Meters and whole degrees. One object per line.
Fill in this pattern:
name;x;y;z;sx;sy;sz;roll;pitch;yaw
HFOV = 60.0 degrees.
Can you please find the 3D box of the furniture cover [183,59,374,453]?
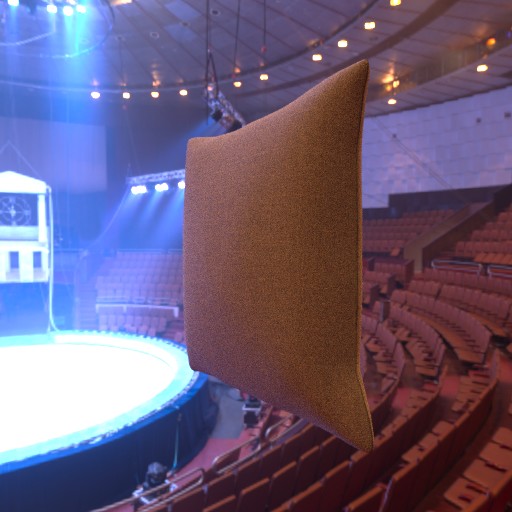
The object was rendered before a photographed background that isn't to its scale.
furniture cover;0.000;0.000;0.773;0.178;0.506;0.512;0;1;-35
